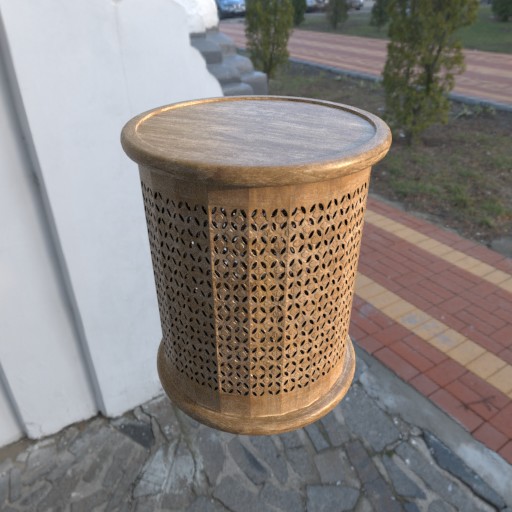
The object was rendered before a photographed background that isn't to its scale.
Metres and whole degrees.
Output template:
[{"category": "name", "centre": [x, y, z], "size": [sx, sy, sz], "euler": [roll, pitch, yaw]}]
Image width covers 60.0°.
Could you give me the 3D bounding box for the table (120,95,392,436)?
[{"category": "table", "centre": [0.000, 0.000, 0.806], "size": [0.407, 0.482, 0.407], "euler": [0, 31, 0]}]
